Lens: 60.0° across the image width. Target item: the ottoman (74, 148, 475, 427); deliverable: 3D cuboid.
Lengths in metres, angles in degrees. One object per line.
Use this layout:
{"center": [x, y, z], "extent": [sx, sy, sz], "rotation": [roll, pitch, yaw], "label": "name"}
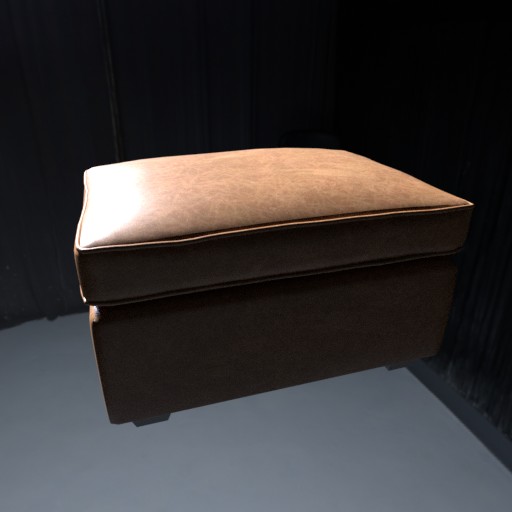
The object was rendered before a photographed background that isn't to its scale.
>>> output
{"center": [0.000, 0.000, 1.072], "extent": [0.756, 0.468, 0.554], "rotation": [-8, 26, -16], "label": "ottoman"}
